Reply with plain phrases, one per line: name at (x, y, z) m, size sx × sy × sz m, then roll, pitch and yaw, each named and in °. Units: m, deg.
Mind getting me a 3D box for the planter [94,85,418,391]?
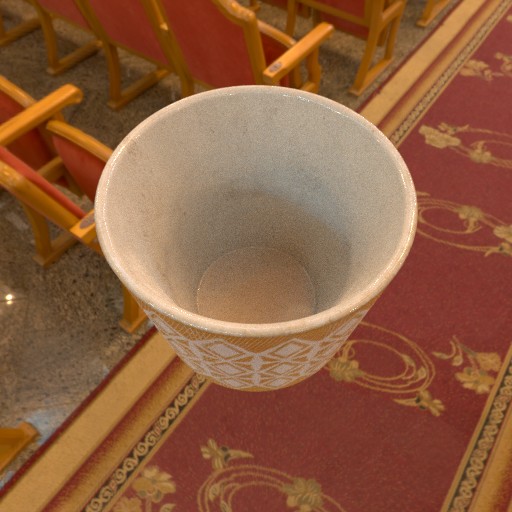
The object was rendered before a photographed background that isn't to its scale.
planter at (0.000, 0.000, 0.220) m, size 0.126 × 0.104 × 0.126 m, roll 0°, pitch 58°, yaw 0°
